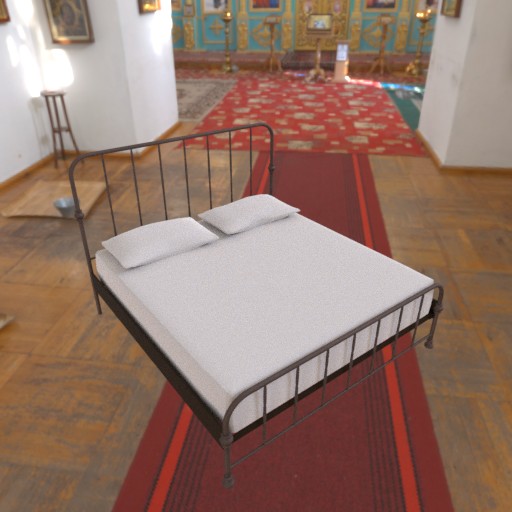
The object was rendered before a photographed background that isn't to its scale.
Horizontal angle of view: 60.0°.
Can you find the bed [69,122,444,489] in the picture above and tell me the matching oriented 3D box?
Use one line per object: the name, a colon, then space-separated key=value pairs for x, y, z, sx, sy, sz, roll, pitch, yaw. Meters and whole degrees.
bed: x=0.000 y=0.000 z=3.451 sx=2.044 sy=1.446 sz=2.134 roll=-20 pitch=35 yaw=-32
